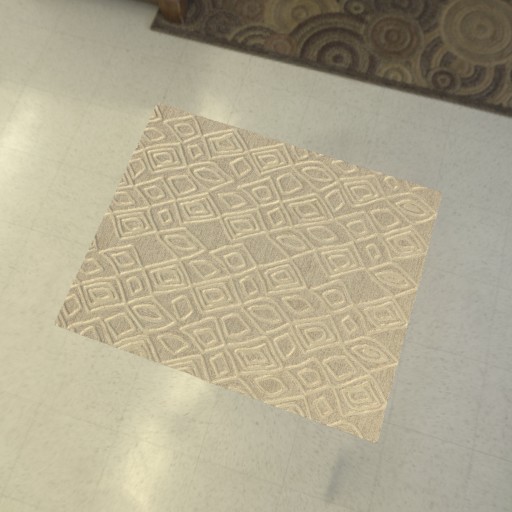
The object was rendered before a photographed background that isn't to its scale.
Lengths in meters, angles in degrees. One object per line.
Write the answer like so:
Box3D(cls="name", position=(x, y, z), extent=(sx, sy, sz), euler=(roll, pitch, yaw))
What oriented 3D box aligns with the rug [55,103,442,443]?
Box3D(cls="rug", position=(0.000, 0.000, 4.194), extent=(3.049, 0.025, 2.449), euler=(19, 76, 5))
